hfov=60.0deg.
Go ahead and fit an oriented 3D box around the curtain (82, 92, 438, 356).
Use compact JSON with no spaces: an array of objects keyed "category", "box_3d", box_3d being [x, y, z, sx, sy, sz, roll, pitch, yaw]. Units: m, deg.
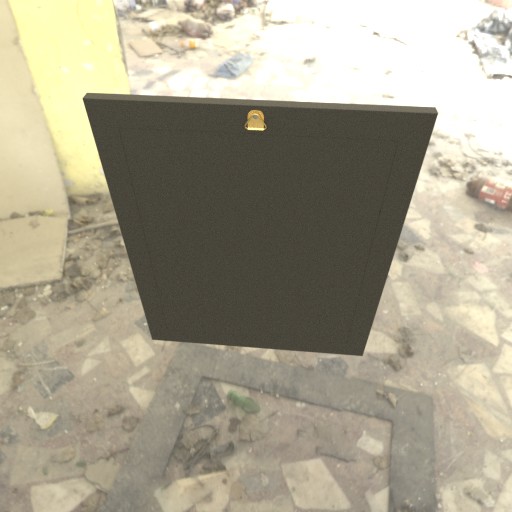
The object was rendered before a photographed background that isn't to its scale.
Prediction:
[{"category":"curtain","box_3d":[0.000,0.000,0.810,0.483,0.585,0.027,4,45,4]}]
